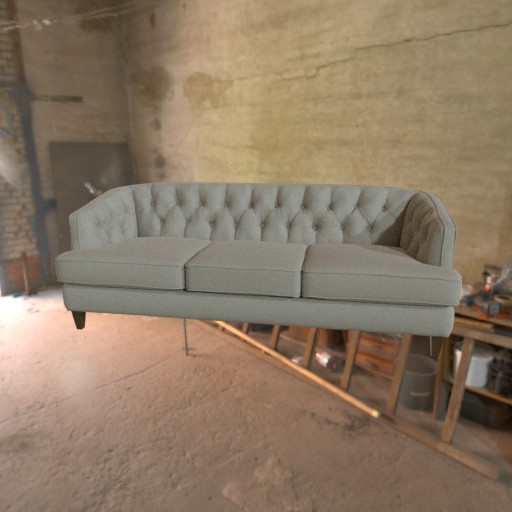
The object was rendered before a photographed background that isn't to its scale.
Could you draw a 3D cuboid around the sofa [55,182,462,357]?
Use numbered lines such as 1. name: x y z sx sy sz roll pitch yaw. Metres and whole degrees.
1. sofa: 0.000 0.000 2.830 2.278 0.855 0.941 3 14 10
